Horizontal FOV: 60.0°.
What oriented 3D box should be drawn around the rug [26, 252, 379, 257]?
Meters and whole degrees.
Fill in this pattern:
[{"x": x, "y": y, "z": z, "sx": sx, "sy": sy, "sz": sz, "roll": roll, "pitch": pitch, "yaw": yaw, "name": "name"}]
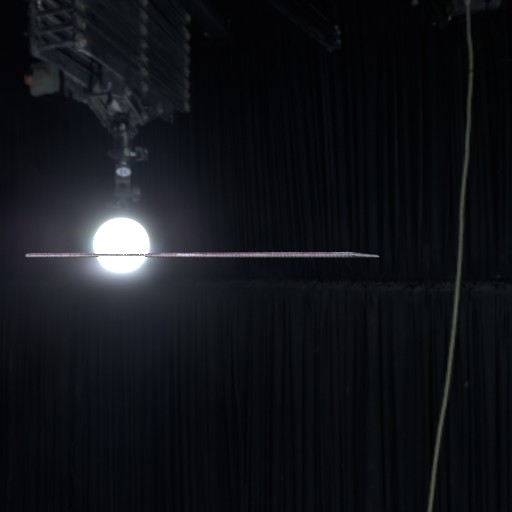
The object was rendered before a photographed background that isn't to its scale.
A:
[{"x": 0.000, "y": 0.000, "z": 3.033, "sx": 1.539, "sy": 0.018, "sz": 2.449, "roll": 0, "pitch": 0, "yaw": 17, "name": "rug"}]
